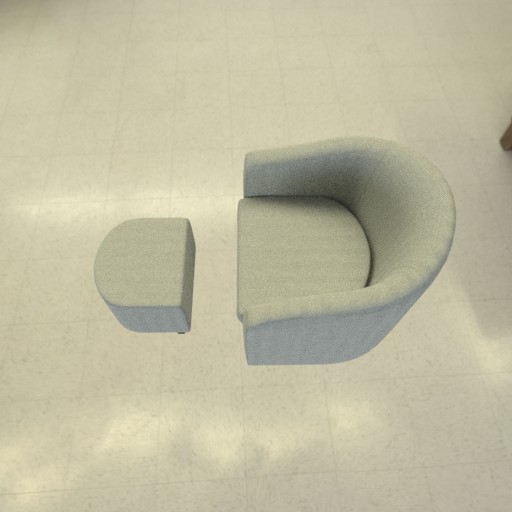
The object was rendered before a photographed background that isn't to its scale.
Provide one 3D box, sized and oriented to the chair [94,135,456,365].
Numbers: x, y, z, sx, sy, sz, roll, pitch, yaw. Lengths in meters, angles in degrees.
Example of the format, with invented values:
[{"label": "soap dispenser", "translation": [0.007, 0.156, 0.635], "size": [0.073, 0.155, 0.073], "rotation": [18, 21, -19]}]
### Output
[{"label": "chair", "translation": [0.000, 0.000, 1.747], "size": [1.288, 0.757, 0.756], "rotation": [-1, 60, 0]}]
